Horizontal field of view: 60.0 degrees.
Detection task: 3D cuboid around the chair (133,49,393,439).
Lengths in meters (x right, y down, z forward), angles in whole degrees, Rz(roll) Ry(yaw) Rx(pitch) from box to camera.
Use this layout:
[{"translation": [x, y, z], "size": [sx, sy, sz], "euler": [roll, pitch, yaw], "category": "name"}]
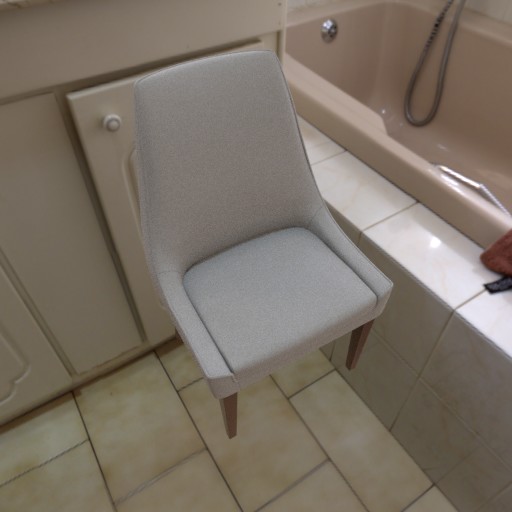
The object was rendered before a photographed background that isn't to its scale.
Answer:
[{"translation": [0.000, 0.000, 1.181], "size": [0.529, 0.861, 0.544], "euler": [-23, 51, -20], "category": "chair"}]
